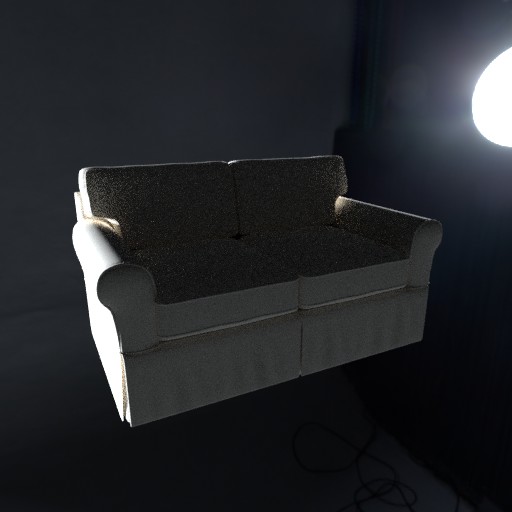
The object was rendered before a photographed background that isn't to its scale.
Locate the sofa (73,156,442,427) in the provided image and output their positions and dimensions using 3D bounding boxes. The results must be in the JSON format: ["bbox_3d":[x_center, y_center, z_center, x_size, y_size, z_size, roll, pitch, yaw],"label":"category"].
[{"bbox_3d":[0.000,0.000,2.352,1.727,0.940,0.991,-9,20,-26],"label":"sofa"}]
